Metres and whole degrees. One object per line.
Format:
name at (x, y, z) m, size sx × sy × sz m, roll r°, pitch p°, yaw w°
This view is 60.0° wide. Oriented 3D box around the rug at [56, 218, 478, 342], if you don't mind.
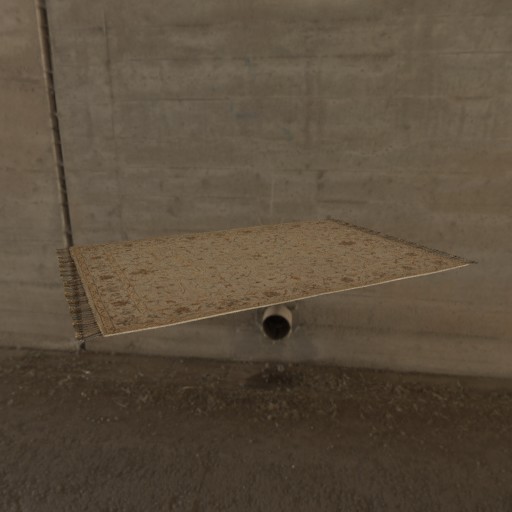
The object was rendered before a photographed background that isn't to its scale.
rug at (0.000, 0.000, 2.301) m, size 1.861 × 0.017 × 1.218 m, roll -8°, pitch 18°, yaw -25°
